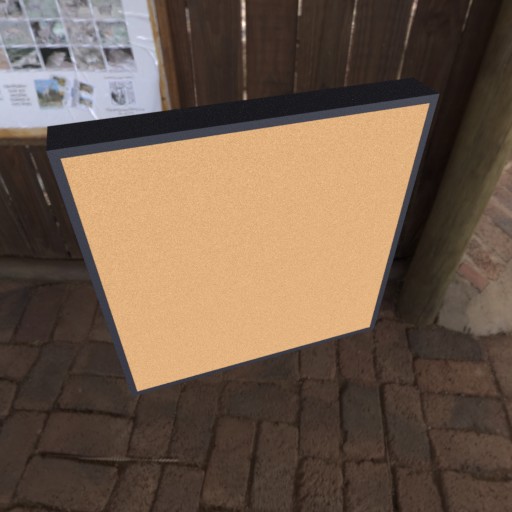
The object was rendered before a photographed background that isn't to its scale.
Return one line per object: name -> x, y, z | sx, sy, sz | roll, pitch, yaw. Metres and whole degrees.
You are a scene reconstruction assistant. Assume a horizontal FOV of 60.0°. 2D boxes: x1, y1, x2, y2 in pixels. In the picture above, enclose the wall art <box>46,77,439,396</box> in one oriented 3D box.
wall art -> 0.000, 0.000, 0.443 | 0.304, 0.304, 0.038 | -12, 43, -14
